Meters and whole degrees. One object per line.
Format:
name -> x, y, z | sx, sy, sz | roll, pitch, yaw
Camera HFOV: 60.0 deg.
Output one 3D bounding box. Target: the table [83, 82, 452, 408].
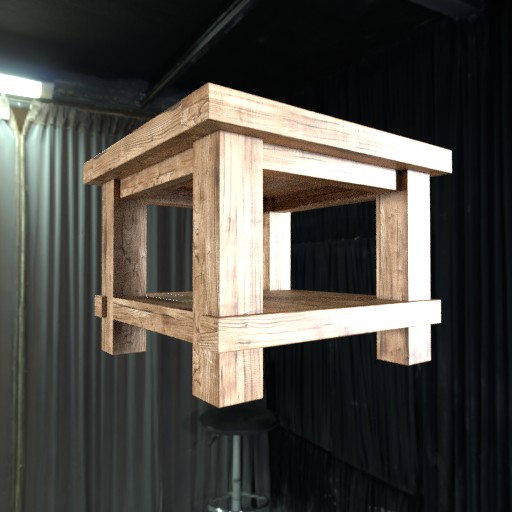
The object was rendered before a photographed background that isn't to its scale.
table -> 0.000, 0.000, 1.025 | 0.610, 0.457, 0.610 | 1, -1, -36
